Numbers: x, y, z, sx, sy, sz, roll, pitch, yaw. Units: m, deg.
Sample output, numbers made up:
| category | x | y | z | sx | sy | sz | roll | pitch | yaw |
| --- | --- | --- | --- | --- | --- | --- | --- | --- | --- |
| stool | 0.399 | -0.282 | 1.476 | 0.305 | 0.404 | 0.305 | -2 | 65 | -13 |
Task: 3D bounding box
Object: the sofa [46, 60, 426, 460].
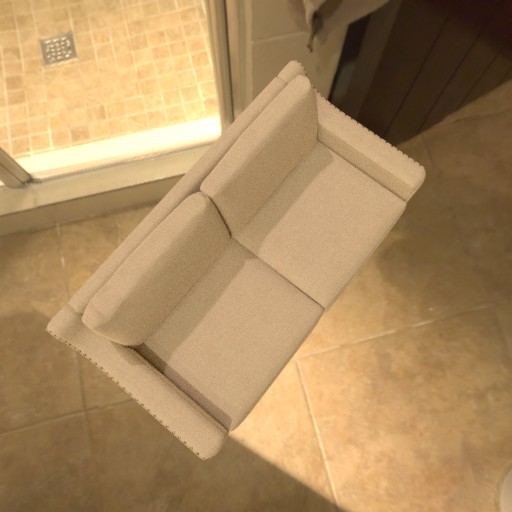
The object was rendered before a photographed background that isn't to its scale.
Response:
| category | x | y | z | sx | sy | sz | roll | pitch | yaw |
| --- | --- | --- | --- | --- | --- | --- | --- | --- | --- |
| sofa | 0.000 | 0.000 | 2.715 | 1.104 | 0.983 | 2.107 | 38 | 78 | 10 |
